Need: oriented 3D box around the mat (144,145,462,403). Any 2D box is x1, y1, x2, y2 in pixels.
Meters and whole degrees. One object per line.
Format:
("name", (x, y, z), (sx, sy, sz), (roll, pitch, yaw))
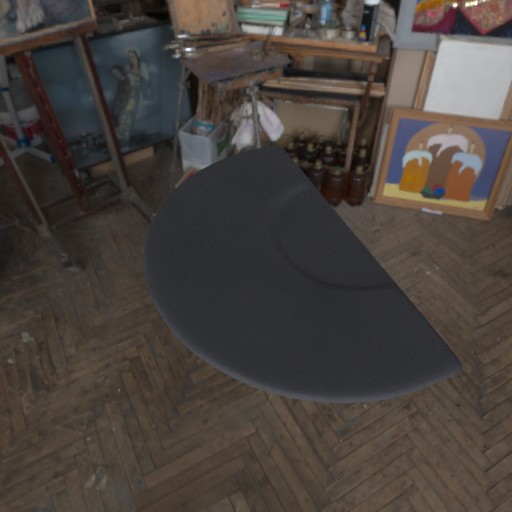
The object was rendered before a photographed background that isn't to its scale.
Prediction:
("mat", (0.000, 0.000, 1.858), (0.917, 0.022, 1.525), (-17, 48, -16))
